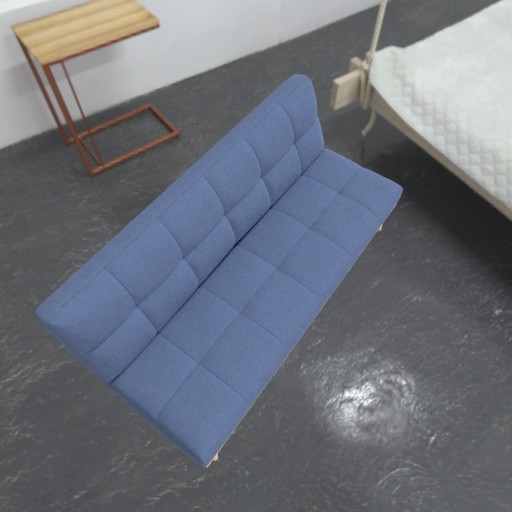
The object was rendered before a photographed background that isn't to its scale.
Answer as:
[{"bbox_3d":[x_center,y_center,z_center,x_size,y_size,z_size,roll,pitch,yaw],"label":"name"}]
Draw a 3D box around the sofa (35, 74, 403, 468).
[{"bbox_3d":[0.000,0.000,2.220,0.796,0.800,1.800,32,63,18],"label":"sofa"}]
